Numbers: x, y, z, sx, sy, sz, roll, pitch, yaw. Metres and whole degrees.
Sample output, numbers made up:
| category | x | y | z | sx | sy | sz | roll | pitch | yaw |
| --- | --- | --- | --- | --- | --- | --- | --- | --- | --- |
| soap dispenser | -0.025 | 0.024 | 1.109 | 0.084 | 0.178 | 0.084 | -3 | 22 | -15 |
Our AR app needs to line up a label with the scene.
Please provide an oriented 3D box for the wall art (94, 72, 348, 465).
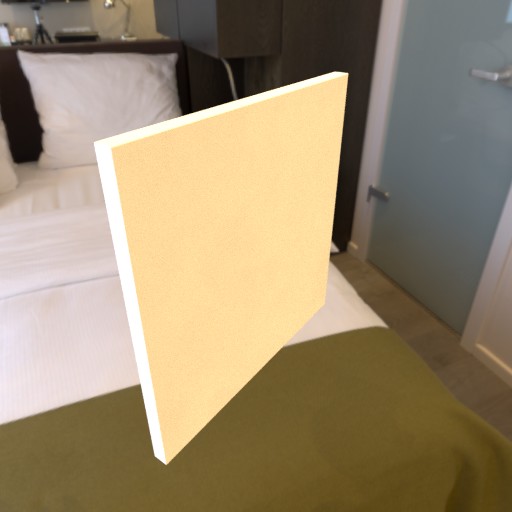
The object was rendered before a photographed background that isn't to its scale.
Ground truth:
| category | x | y | z | sx | sy | sz | roll | pitch | yaw |
| --- | --- | --- | --- | --- | --- | --- | --- | --- | --- |
| wall art | 0.000 | 0.000 | 1.111 | 0.040 | 0.762 | 0.762 | 21 | 37 | 30 |
